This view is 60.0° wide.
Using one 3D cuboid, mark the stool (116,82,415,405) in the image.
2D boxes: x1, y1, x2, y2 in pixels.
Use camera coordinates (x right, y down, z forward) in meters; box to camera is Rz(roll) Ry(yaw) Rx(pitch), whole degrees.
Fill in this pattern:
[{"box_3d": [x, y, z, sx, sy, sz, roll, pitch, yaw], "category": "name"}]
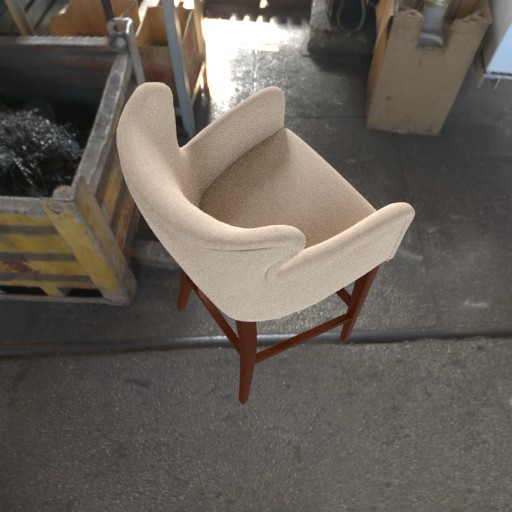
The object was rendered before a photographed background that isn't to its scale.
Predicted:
[{"box_3d": [0.000, 0.000, 1.351, 0.563, 1.034, 0.556, -31, 64, -17], "category": "stool"}]
